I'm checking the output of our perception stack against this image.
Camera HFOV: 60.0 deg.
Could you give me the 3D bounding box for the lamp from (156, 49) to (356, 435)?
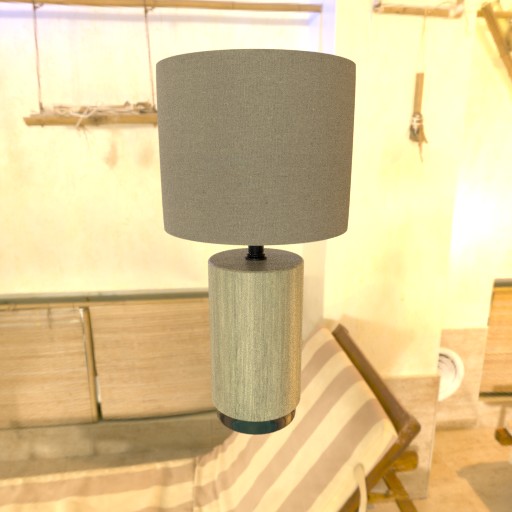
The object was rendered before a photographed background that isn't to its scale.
[{"bbox_3d":[0.000,0.000,0.565,0.228,0.444,0.228,-2,14,-7],"label":"lamp"}]
